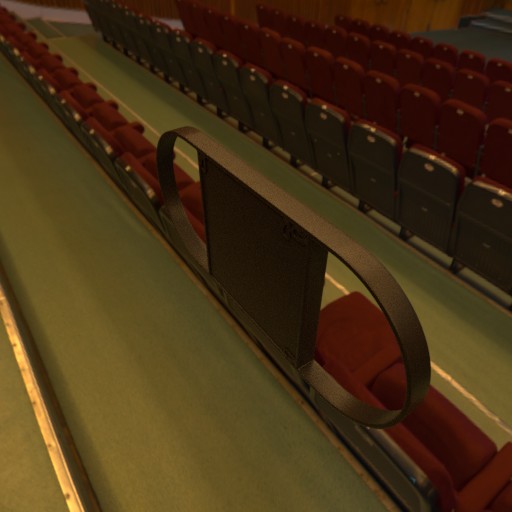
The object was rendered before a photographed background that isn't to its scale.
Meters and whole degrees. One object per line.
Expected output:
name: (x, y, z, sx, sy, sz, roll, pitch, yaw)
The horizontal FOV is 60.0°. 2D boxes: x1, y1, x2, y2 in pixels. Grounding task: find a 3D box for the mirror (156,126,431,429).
mirror: (0.000, 0.000, 0.646, 0.032, 0.254, 0.584, -25, 46, -26)
